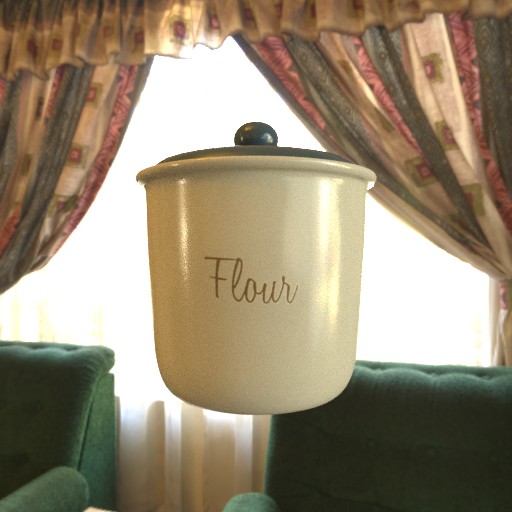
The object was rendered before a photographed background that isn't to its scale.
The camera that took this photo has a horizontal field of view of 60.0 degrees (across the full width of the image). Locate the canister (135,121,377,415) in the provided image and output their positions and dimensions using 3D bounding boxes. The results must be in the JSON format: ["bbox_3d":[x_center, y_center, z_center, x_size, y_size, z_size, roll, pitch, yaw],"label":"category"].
[{"bbox_3d":[0.000,0.000,0.347,0.182,0.208,0.182,0,1,0],"label":"canister"}]
